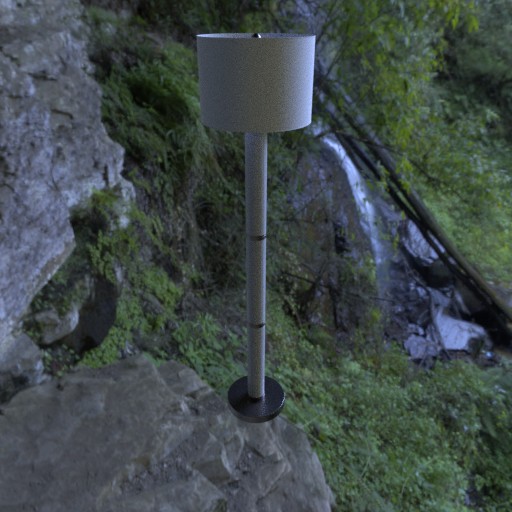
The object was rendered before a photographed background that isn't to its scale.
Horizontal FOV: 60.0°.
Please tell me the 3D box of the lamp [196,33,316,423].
[{"bbox_3d":[0.000,0.000,1.779,0.377,1.599,0.377,0,28,-1],"label":"lamp"}]
